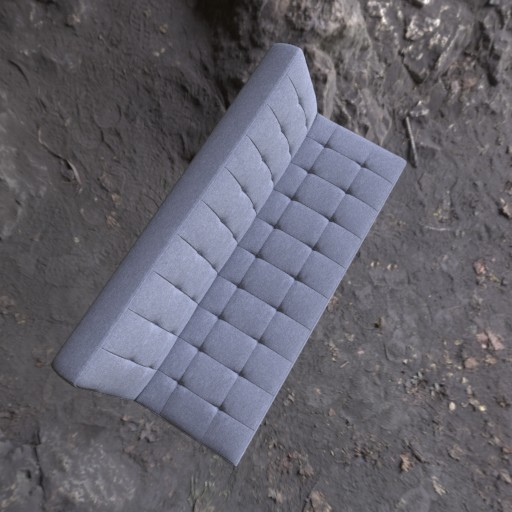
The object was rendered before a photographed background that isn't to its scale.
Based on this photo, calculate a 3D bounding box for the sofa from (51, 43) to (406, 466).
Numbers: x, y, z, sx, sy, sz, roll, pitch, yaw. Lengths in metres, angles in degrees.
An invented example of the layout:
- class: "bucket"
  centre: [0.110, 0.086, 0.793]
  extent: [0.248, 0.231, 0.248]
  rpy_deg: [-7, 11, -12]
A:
- class: "sofa"
  centre: [0.000, 0.000, 2.222]
  extent: [0.860, 0.810, 1.800]
  rpy_deg: [30, 78, 7]
